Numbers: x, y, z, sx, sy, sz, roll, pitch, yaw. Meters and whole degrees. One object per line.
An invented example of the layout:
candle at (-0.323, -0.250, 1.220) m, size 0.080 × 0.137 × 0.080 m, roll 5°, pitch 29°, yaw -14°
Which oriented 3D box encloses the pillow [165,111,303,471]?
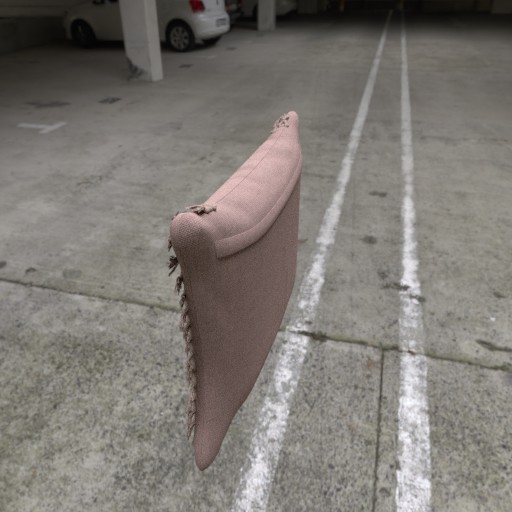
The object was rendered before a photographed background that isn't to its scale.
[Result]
pillow at (0.000, 0.000, 0.601) m, size 0.084 × 0.305 × 0.466 m, roll 7°, pitch 30°, yaw 13°
